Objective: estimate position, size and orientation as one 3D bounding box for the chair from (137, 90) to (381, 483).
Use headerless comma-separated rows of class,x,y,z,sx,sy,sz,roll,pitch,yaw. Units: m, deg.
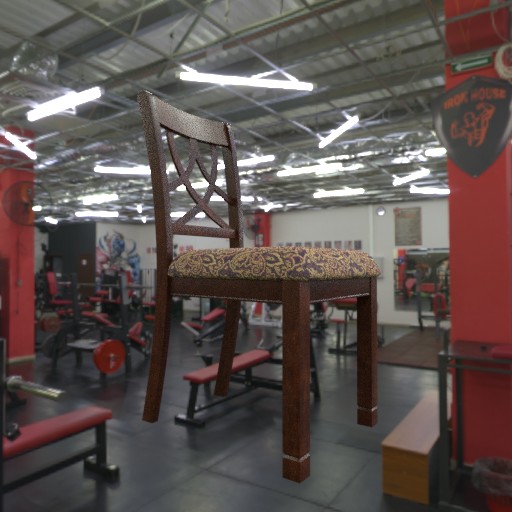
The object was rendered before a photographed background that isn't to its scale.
chair,0.000,0.000,1.276,0.584,0.965,0.457,-1,-1,36
